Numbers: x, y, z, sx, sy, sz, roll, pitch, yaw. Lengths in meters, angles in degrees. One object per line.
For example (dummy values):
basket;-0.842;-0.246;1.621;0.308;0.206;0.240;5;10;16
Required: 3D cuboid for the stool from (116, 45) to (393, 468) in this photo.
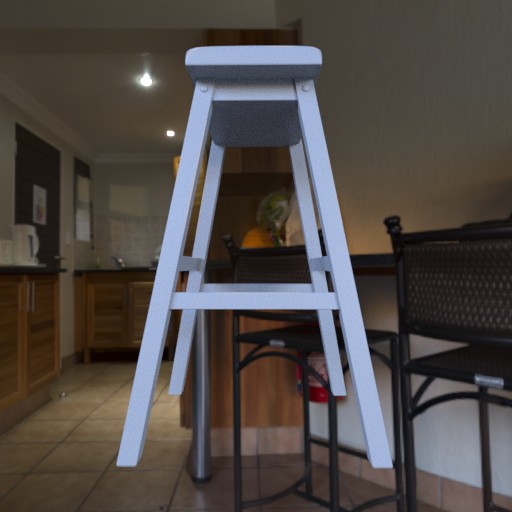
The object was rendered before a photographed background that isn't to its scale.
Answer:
stool;0.000;0.000;0.998;0.476;0.737;0.457;0;-1;1
